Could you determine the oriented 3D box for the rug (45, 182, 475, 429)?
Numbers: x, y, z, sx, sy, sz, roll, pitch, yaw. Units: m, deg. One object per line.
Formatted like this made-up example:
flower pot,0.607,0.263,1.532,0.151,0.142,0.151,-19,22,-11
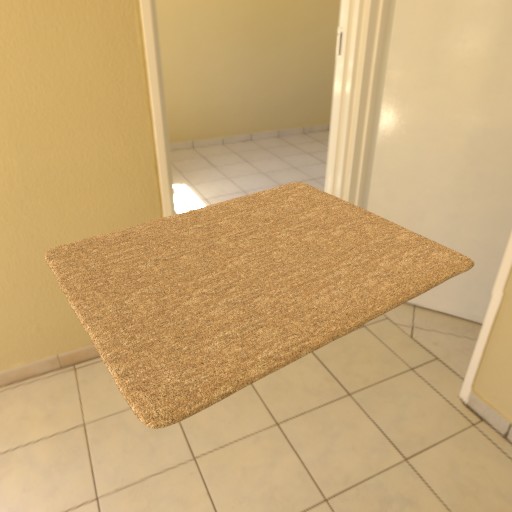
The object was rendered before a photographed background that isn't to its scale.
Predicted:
rug,0.000,0.000,3.651,2.873,0.050,2.242,-20,36,-30
